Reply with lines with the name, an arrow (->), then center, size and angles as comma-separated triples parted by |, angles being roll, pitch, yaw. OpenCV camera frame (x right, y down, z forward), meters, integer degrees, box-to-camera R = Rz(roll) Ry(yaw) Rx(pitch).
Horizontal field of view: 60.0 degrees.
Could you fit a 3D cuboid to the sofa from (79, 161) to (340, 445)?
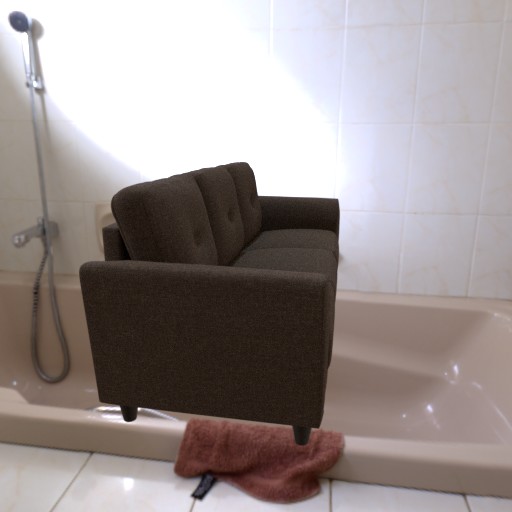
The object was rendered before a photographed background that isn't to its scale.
sofa -> 0.000, 0.000, 2.294 | 0.837, 0.891, 1.847 | 3, 15, 11
